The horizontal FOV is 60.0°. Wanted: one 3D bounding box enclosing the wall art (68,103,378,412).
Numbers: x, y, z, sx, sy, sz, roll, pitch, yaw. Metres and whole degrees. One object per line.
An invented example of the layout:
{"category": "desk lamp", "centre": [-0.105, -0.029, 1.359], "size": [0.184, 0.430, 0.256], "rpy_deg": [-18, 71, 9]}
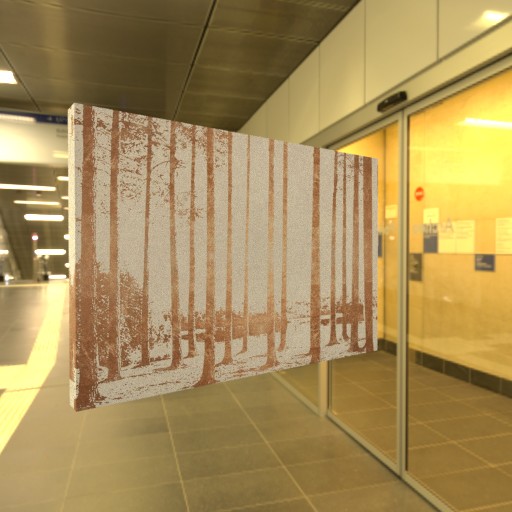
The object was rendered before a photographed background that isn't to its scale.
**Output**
{"category": "wall art", "centre": [0.000, 0.000, 0.773], "size": [0.609, 0.405, 0.035], "rpy_deg": [-1, 1, -36]}
